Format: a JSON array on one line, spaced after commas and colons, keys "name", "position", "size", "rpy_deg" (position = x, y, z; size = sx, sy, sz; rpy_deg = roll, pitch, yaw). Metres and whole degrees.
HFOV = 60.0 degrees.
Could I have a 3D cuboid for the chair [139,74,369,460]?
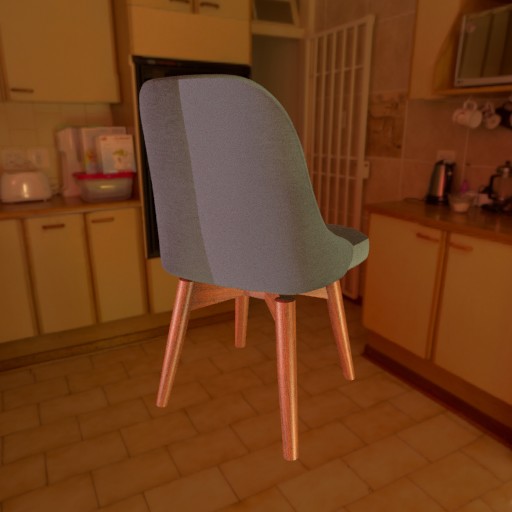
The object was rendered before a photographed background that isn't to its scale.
[{"name": "chair", "position": [0.000, 0.000, 1.233], "size": [0.503, 0.882, 0.589], "rpy_deg": [9, 19, 30]}]
